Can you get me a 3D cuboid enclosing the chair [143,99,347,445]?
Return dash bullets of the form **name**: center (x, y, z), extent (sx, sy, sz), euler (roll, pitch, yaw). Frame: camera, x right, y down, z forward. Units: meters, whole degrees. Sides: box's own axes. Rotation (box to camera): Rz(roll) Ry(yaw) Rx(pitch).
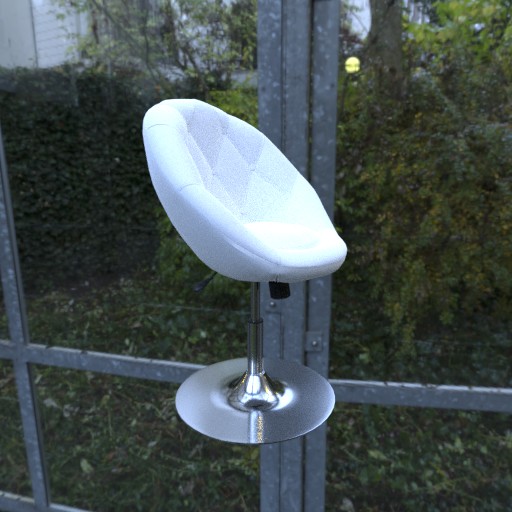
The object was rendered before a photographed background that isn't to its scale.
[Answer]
- **chair**: center (0.000, 0.000, 1.836), extent (0.736, 1.261, 0.940), euler (7, 15, 27)
